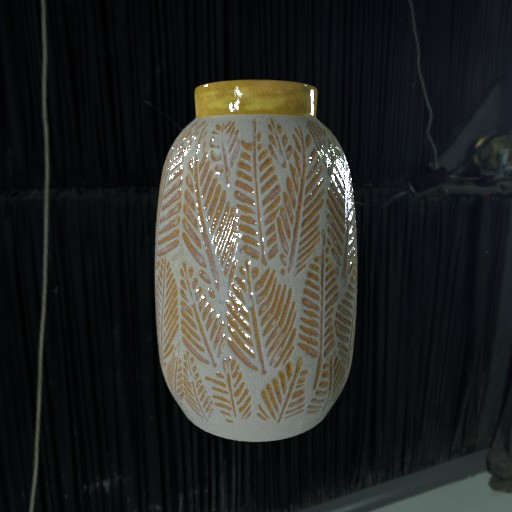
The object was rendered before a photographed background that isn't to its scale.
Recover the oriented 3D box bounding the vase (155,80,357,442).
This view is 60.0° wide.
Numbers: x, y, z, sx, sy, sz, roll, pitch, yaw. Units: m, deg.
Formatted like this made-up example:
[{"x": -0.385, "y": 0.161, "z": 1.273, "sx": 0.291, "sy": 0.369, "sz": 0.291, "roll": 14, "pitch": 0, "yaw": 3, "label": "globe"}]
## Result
[{"x": 0.000, "y": 0.000, "z": 0.380, "sx": 0.172, "sy": 0.270, "sz": 0.172, "roll": 0, "pitch": 12, "yaw": 0, "label": "vase"}]
